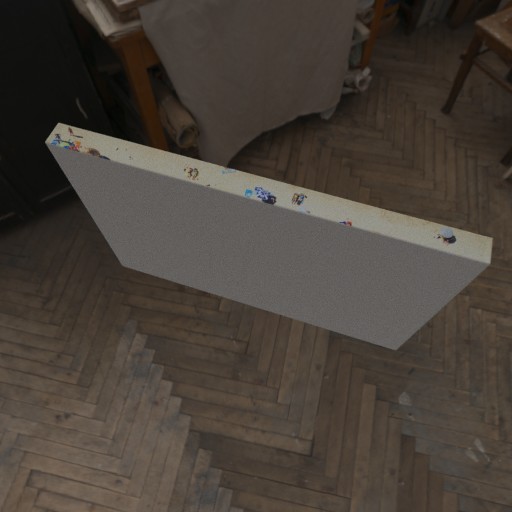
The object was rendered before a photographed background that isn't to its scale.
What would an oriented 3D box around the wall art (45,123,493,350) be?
[{"bbox_3d":[0.000,0.000,0.767,0.609,0.406,0.039,16,65,8],"label":"wall art"}]
